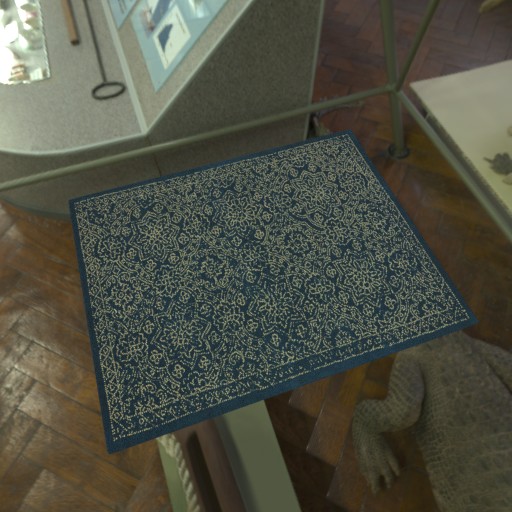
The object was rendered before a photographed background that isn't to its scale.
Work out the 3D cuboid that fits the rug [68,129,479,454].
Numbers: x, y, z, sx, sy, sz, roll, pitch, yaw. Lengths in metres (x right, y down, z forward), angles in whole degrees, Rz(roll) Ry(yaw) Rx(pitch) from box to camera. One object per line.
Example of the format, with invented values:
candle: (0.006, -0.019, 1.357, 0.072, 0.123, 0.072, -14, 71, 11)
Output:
rug: (0.000, 0.000, 3.990, 3.048, 0.010, 2.438, -16, 59, -10)
